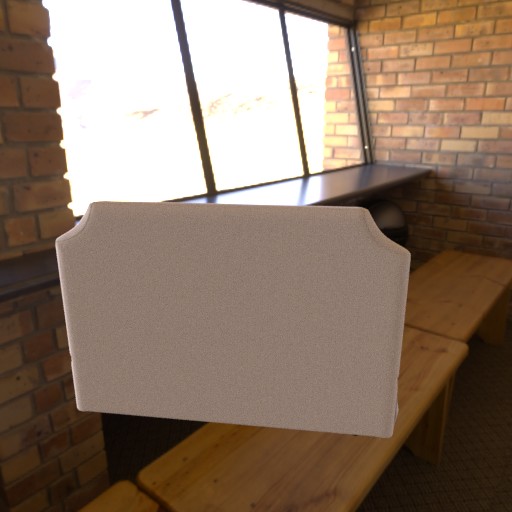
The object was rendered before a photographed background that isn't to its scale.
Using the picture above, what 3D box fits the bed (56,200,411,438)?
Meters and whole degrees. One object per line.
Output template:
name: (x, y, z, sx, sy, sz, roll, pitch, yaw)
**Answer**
bed: (0.000, 0.000, 3.501, 1.977, 1.293, 2.498, 2, 18, 7)
